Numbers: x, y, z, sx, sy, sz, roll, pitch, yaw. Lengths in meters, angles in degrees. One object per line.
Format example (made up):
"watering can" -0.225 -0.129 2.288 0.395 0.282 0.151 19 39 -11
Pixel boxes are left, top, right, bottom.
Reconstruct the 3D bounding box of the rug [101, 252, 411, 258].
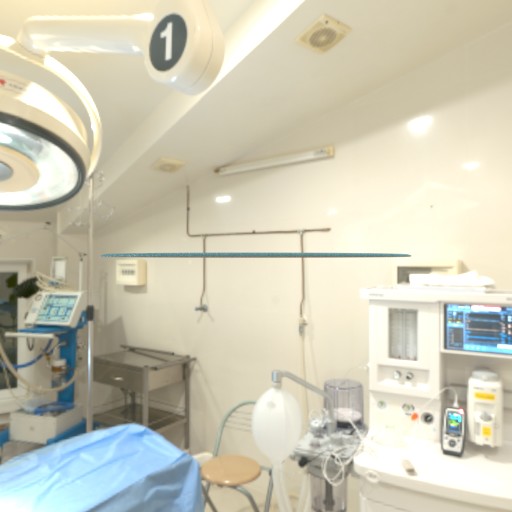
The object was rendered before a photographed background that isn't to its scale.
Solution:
"rug" 0.000 0.000 2.407 1.593 0.012 1.593 0 0 0
